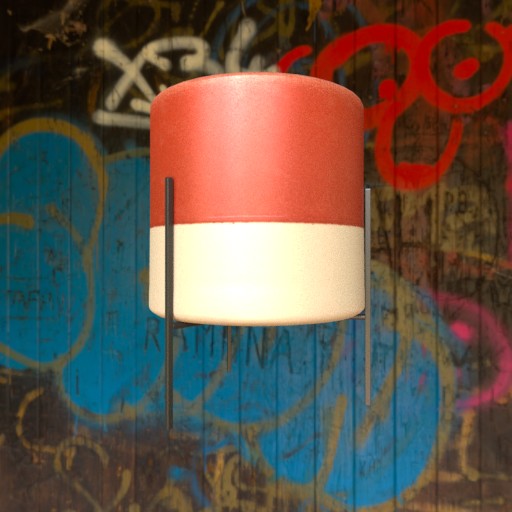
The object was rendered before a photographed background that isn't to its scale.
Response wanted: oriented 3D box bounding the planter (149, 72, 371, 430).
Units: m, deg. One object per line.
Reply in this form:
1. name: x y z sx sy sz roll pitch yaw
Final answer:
1. planter: 0.000 0.000 0.732 0.345 0.465 0.354 0 0 -18
